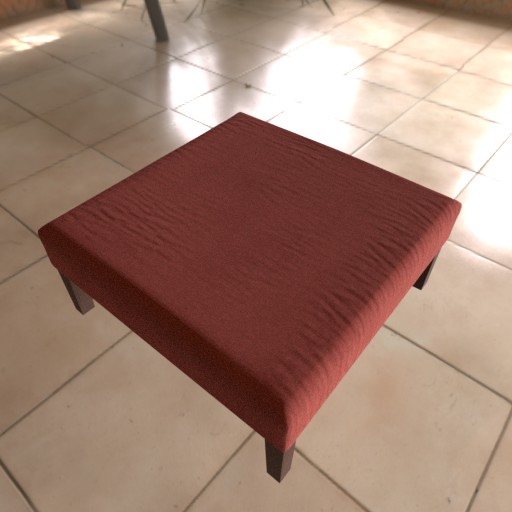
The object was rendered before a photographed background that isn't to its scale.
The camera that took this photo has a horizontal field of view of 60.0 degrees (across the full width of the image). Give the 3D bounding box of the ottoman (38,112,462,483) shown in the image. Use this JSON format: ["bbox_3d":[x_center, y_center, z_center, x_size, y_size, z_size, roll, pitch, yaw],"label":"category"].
[{"bbox_3d":[0.000,0.000,1.406,0.890,0.411,0.889,30,53,26],"label":"ottoman"}]
